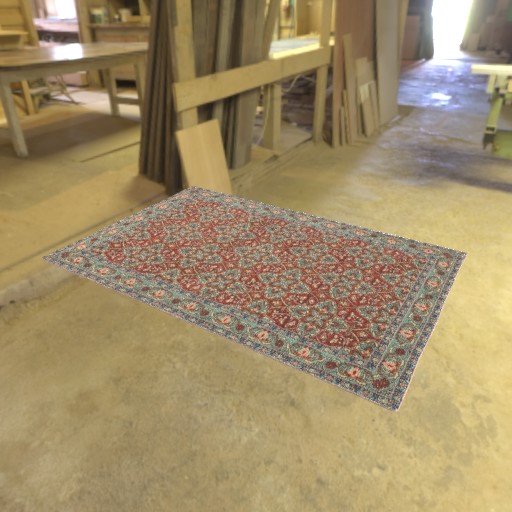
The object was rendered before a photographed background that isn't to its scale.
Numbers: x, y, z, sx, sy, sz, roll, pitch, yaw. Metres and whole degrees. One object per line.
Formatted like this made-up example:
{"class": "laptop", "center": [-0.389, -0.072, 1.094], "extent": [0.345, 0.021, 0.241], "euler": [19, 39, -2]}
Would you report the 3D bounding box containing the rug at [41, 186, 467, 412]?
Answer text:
{"class": "rug", "center": [0.000, 0.000, 2.275], "extent": [1.829, 0.009, 1.219], "euler": [17, 34, 28]}
